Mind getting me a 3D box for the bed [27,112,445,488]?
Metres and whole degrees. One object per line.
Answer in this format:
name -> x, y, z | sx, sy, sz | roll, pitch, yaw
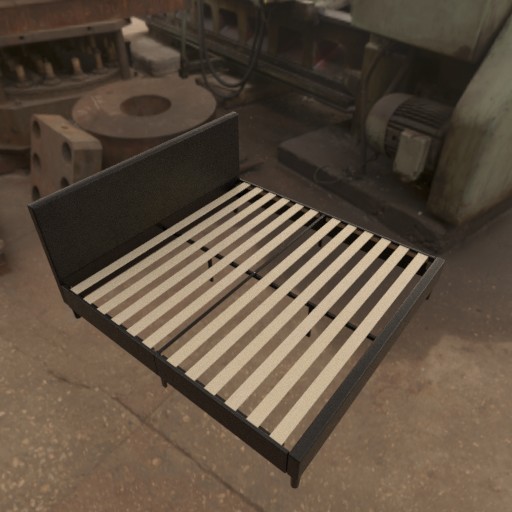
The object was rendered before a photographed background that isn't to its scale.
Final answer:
bed -> 0.000, 0.000, 3.246 | 2.152, 1.046, 2.018 | 27, 46, 29
